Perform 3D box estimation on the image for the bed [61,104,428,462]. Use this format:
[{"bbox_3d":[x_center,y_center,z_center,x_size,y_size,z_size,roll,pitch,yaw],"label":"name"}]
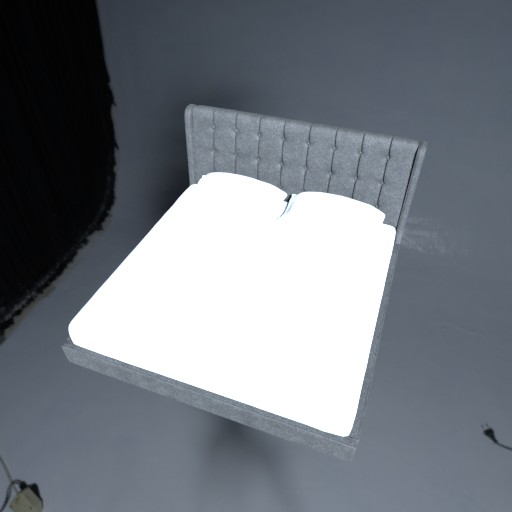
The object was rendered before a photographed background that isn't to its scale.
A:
[{"bbox_3d":[0.000,0.000,2.521,1.531,0.933,1.638,14,44,15],"label":"bed"}]
